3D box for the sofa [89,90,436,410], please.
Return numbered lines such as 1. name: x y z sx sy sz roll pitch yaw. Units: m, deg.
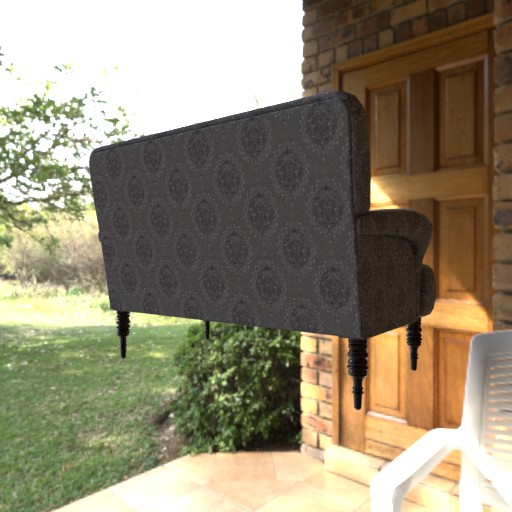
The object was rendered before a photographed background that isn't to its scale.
1. sofa: 0.000 0.000 1.797 1.297 0.889 0.779 0 0 36
